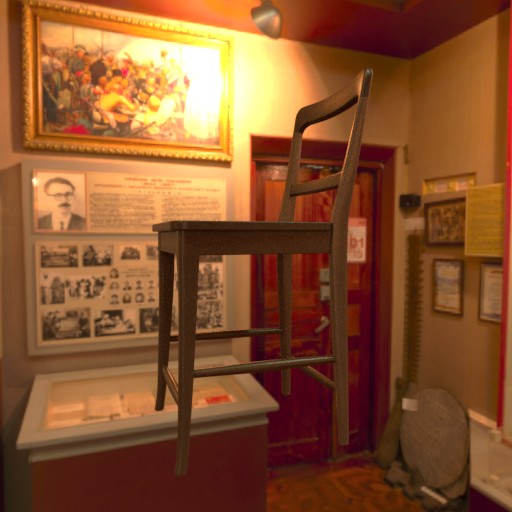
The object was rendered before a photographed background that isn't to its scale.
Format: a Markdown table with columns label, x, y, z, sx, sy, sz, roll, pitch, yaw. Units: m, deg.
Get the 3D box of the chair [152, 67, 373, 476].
| label | x | y | z | sx | sy | sz | roll | pitch | yaw |
| --- | --- | --- | --- | --- | --- | --- | --- | --- | --- |
| chair | 0.000 | 0.000 | 1.281 | 0.546 | 0.991 | 0.450 | -1 | 3 | -19 |
